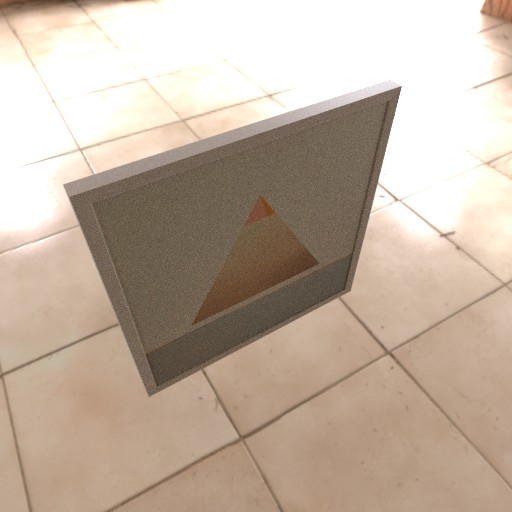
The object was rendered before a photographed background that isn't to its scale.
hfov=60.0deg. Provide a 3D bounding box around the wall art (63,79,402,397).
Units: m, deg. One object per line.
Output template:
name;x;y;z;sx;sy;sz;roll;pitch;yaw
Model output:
wall art;0.000;0.000;1.181;0.768;0.765;0.041;-24;52;-21
